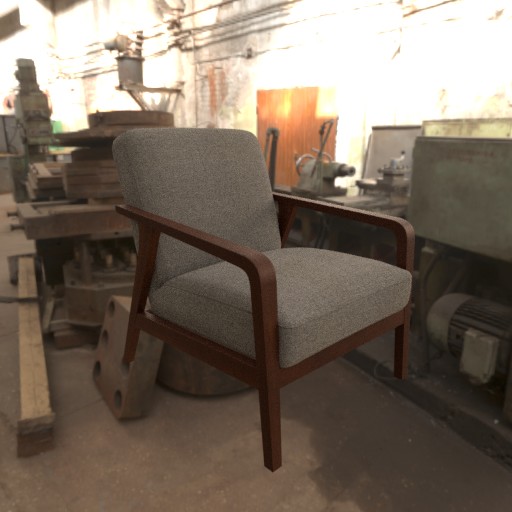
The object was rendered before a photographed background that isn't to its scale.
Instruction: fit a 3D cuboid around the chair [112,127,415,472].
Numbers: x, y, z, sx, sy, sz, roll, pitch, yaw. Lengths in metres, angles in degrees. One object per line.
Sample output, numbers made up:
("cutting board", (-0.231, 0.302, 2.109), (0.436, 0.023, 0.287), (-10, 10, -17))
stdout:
("chair", (0.000, 0.000, 1.512), (0.704, 0.847, 0.858), (-14, 20, -42))
